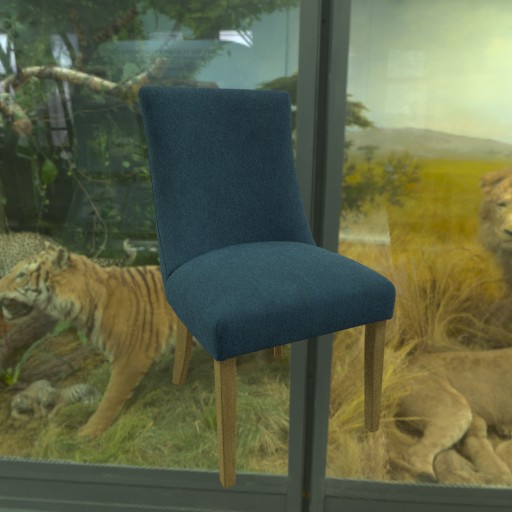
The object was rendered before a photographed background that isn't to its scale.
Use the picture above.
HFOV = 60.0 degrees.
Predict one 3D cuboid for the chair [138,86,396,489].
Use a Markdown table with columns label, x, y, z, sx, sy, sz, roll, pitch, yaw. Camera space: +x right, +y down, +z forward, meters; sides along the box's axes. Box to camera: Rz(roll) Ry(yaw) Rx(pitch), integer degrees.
| label | x | y | z | sx | sy | sz | roll | pitch | yaw |
| --- | --- | --- | --- | --- | --- | --- | --- | --- | --- |
| chair | 0.000 | 0.000 | 1.221 | 0.495 | 0.902 | 0.609 | -8 | 18 | -25 |
